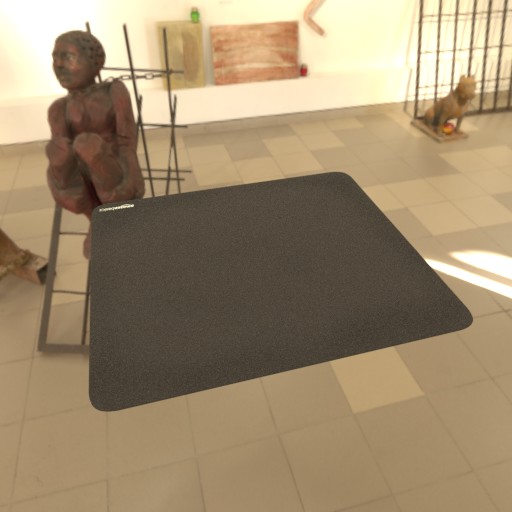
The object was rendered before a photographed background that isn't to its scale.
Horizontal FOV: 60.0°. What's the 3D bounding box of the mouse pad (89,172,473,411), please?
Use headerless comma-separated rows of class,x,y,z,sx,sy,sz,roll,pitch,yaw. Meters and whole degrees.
mouse pad,0.000,0.000,0.628,0.451,0.002,0.393,-10,41,-12
